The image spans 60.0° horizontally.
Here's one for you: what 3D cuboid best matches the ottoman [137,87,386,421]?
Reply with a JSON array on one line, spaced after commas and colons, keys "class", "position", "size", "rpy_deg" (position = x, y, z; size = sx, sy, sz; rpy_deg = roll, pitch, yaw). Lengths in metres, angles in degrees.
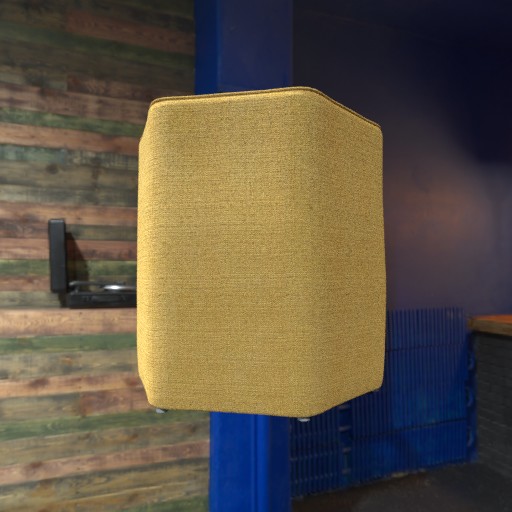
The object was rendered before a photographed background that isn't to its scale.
[{"class": "ottoman", "position": [0.000, 0.000, 0.875], "size": [0.443, 0.502, 0.494], "rpy_deg": [1, -2, -19]}]
